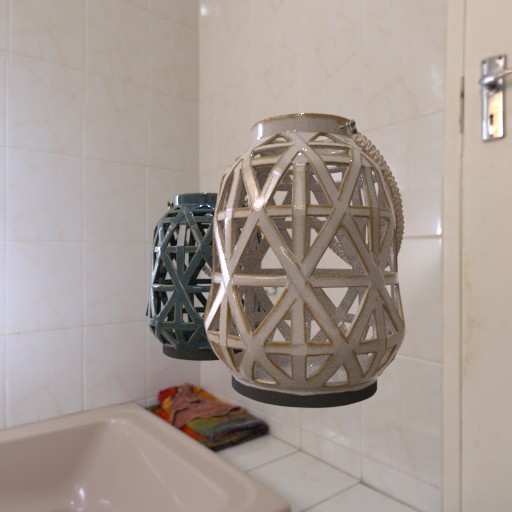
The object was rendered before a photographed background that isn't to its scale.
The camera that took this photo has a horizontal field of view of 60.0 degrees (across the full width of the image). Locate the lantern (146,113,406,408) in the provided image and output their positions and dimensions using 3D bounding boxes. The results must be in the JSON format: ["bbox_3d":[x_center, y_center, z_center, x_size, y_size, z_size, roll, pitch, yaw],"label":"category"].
[{"bbox_3d":[0.000,0.000,0.622,0.245,0.307,0.439,0,0,-37],"label":"lantern"}]
